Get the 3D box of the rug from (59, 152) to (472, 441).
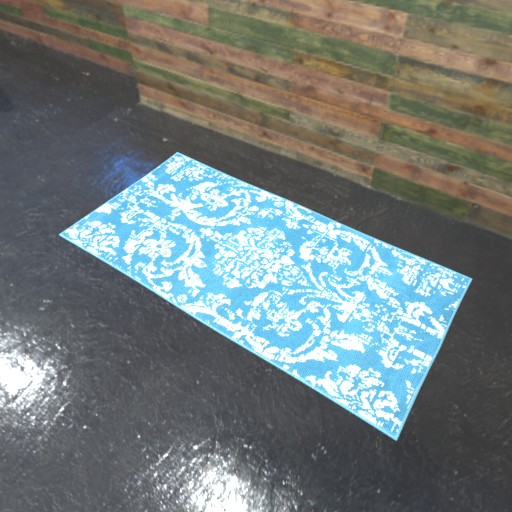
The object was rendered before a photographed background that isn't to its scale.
[{"bbox_3d":[0.000,0.000,1.444,1.219,0.007,0.604,27,52,23],"label":"rug"}]
